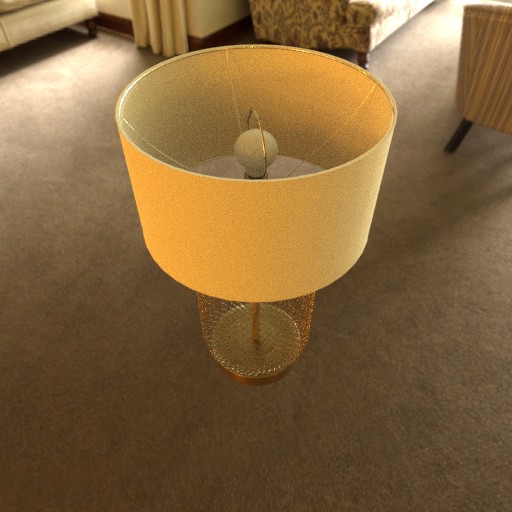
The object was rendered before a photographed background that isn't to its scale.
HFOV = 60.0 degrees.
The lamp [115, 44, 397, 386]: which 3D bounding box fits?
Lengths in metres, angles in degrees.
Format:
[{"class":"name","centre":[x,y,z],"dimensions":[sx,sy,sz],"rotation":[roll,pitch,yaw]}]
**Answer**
[{"class":"lamp","centre":[0.000,0.000,0.773],"dimensions":[0.353,0.578,0.353],"rotation":[0,46,0]}]
